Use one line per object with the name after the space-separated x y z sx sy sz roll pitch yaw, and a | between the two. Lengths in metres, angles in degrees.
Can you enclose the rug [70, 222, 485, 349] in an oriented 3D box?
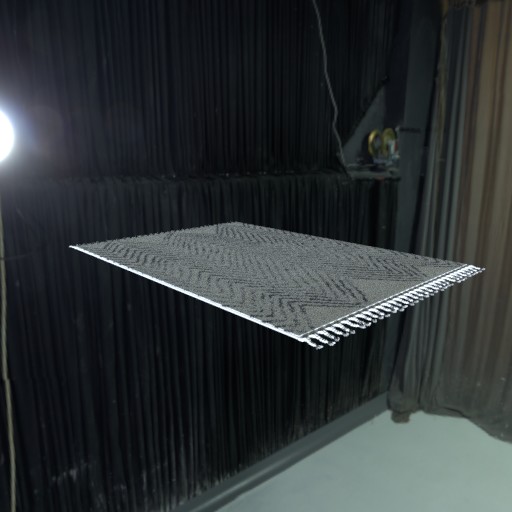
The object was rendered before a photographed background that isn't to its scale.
0.000 0.000 2.301 1.230 0.014 1.847 -13 19 -42 | rug
